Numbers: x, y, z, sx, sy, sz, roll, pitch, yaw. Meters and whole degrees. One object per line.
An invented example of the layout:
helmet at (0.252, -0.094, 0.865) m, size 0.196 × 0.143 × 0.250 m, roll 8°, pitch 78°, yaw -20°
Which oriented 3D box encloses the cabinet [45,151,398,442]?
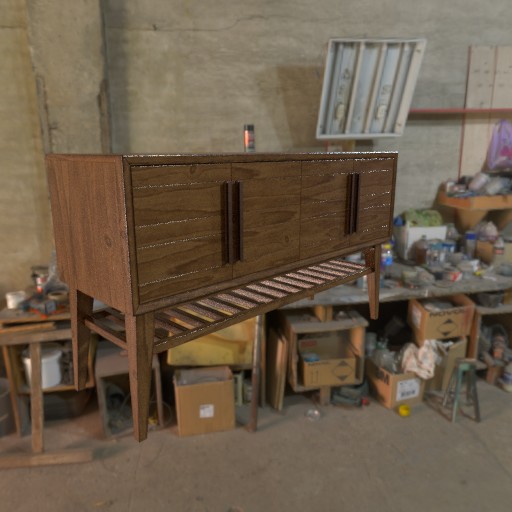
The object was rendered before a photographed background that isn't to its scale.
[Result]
cabinet at (0.000, 0.000, 1.766) m, size 0.477 × 0.802 × 1.363 m, roll 13°, pitch 19°, yaw 43°
